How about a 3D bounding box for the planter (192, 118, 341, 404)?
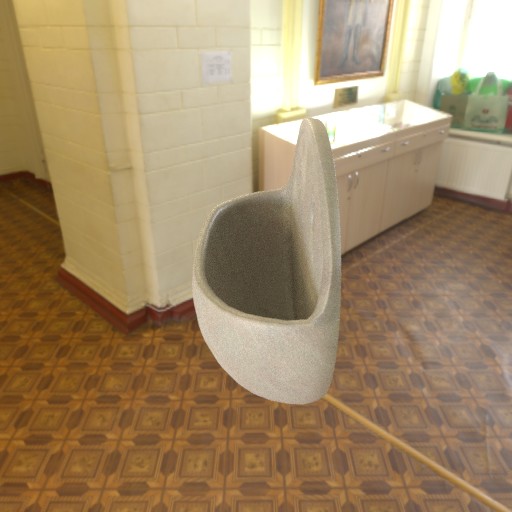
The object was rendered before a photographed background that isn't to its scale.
[{"bbox_3d":[0.000,0.000,0.277,0.073,0.164,0.190,0,27,0],"label":"planter"}]
